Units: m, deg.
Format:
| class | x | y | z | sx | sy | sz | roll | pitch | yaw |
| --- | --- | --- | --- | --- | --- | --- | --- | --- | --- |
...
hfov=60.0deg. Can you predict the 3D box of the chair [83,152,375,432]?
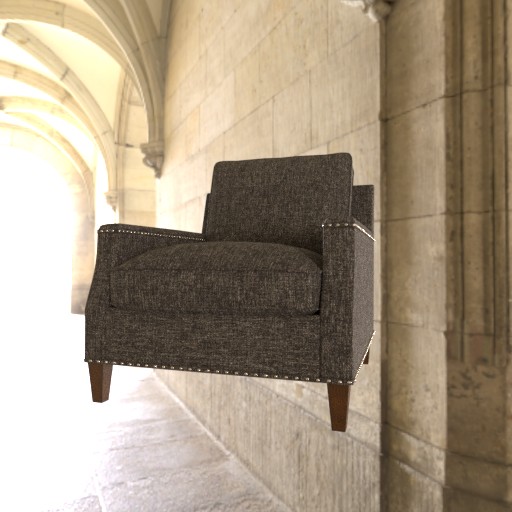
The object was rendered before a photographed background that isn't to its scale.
| class | x | y | z | sx | sy | sz | roll | pitch | yaw |
| --- | --- | --- | --- | --- | --- | --- | --- | --- | --- |
| chair | 0.000 | 0.000 | 1.732 | 0.853 | 0.943 | 1.014 | 0 | -1 | 18 |
